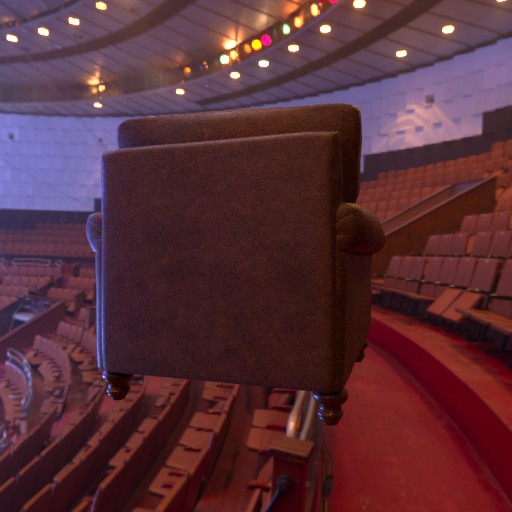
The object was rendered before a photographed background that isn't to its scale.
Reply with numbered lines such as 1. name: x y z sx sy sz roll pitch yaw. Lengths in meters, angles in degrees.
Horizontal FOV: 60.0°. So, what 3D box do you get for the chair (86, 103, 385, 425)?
1. chair: 0.000 0.000 1.790 0.996 0.976 1.002 0 0 18
